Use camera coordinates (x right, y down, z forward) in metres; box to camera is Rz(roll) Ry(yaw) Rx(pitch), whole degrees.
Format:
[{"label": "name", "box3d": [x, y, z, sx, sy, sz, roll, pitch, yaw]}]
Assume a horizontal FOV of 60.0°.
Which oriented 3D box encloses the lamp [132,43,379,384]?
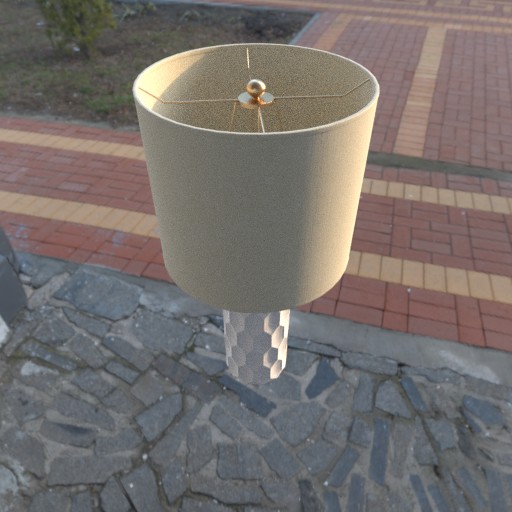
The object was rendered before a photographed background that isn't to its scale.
[{"label": "lamp", "box3d": [0.000, 0.000, 0.683, 0.277, 0.537, 0.277, 23, 46, 24]}]
